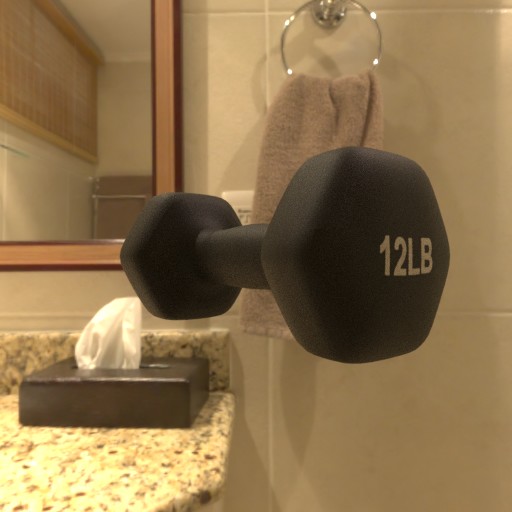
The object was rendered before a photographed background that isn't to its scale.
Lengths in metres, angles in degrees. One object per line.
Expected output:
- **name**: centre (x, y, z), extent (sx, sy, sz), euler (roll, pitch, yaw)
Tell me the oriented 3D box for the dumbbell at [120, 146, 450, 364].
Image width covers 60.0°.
- **dumbbell**: centre (0.000, 0.000, 0.292), extent (0.112, 0.101, 0.231), euler (0, 0, -37)
